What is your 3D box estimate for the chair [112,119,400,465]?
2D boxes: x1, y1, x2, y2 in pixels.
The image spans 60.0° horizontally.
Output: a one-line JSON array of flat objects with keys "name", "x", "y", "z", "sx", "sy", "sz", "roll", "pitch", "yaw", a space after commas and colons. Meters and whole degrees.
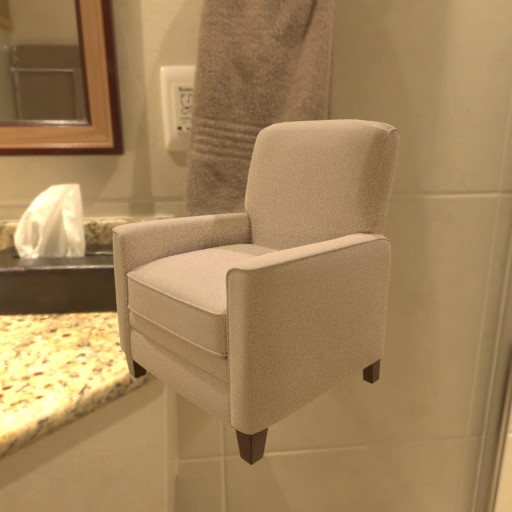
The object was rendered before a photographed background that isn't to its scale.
[{"name": "chair", "x": 0.000, "y": 0.000, "z": 1.719, "sx": 0.858, "sy": 1.028, "sz": 0.841, "roll": -14, "pitch": 20, "yaw": -42}]
